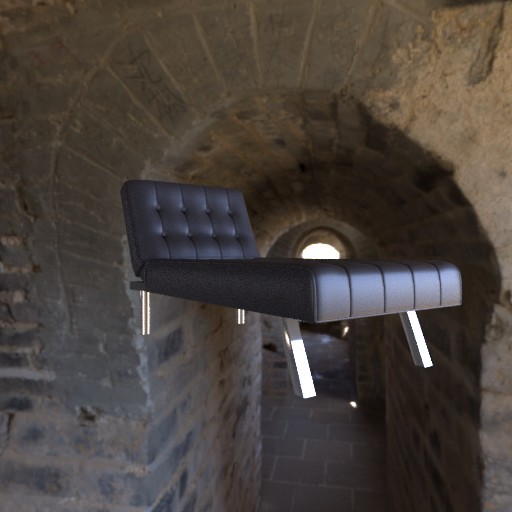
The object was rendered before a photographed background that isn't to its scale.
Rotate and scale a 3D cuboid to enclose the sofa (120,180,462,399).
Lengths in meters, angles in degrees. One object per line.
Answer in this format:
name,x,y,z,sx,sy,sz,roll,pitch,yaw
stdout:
sofa,0.000,0.000,2.034,0.760,0.820,1.560,0,0,-36
